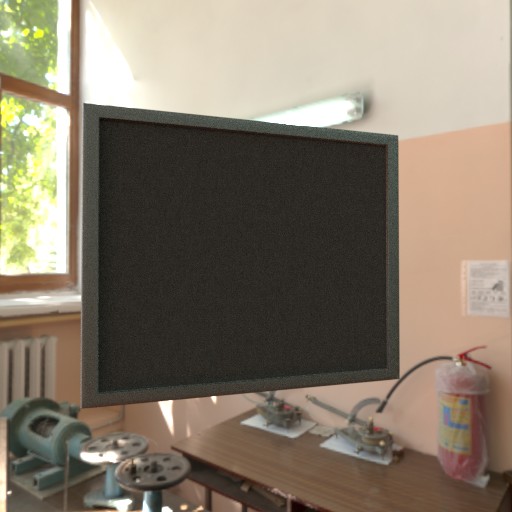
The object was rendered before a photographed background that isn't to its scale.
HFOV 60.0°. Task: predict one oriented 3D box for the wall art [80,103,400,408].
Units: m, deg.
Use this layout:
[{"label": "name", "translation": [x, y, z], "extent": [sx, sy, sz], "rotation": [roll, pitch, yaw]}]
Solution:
[{"label": "wall art", "translation": [0.000, 0.000, 0.759], "extent": [0.556, 0.457, 0.028], "rotation": [0, -1, -18]}]
